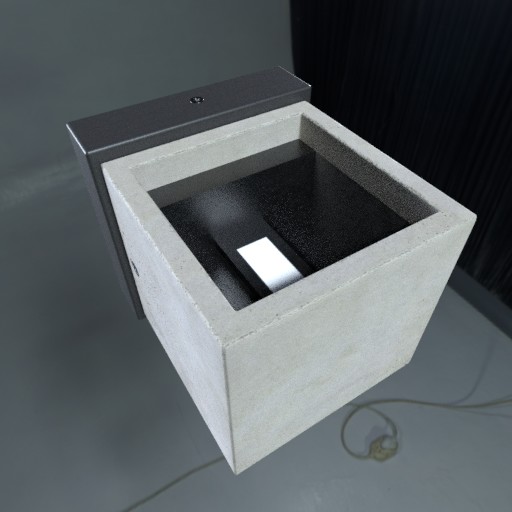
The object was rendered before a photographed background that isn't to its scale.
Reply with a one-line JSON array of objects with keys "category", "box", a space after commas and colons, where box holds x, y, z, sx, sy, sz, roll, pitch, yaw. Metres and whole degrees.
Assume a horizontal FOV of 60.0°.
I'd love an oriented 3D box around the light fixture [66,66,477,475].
[{"category": "light fixture", "box": [0.000, 0.000, 0.229, 0.121, 0.121, 0.143, -24, 50, -22]}]
